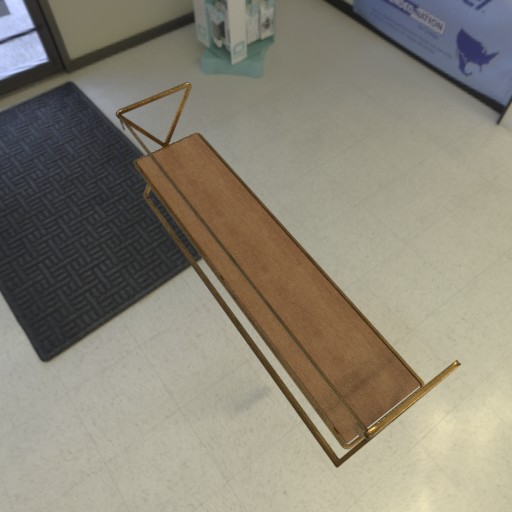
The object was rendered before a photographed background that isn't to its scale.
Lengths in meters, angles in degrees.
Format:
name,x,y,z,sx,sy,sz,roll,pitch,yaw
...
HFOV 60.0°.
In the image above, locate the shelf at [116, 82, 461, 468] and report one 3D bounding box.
name,x,y,z,sx,sy,sz,roll,pitch,yaw
shelf,0.000,0.000,0.739,0.150,0.229,0.645,-30,62,-18
